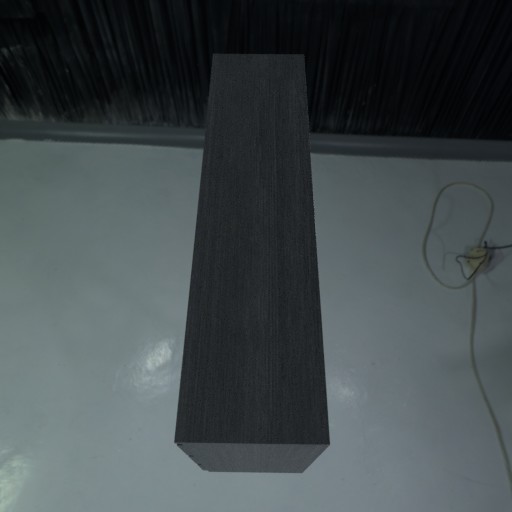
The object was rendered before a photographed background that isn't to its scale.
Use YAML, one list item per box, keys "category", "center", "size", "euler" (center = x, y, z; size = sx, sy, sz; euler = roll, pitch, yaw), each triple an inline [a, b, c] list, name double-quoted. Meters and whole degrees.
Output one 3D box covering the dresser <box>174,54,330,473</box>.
- category: "dresser"
  center: [0.000, 0.000, 1.880]
  size: [0.400, 0.795, 1.590]
  euler: [1, 59, 0]
